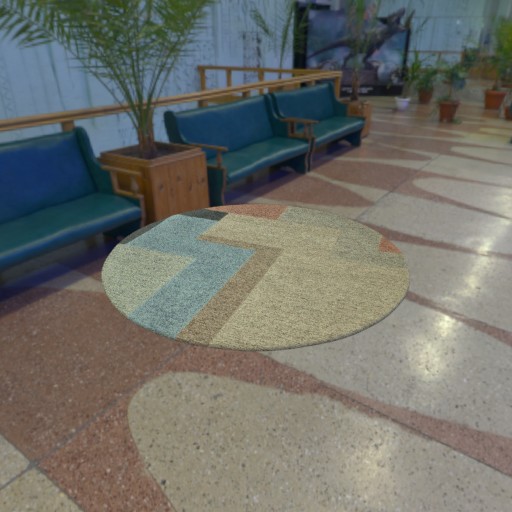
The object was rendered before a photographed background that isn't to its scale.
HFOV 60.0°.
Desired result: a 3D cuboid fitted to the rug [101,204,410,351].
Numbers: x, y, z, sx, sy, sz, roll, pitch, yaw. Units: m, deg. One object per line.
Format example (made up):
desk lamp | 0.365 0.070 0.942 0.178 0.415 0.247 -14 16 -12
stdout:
rug | 0.000 0.000 3.692 2.461 0.033 2.461 0 27 0
